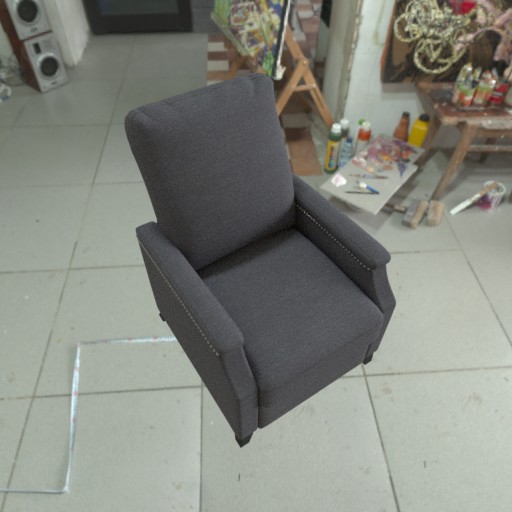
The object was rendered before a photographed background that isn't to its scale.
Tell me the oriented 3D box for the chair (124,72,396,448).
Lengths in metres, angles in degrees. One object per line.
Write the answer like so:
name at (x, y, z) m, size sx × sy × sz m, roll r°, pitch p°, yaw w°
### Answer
chair at (0.000, 0.000, 1.696) m, size 0.710 × 1.049 × 0.922 m, roll -26°, pitch 53°, yaw -22°
